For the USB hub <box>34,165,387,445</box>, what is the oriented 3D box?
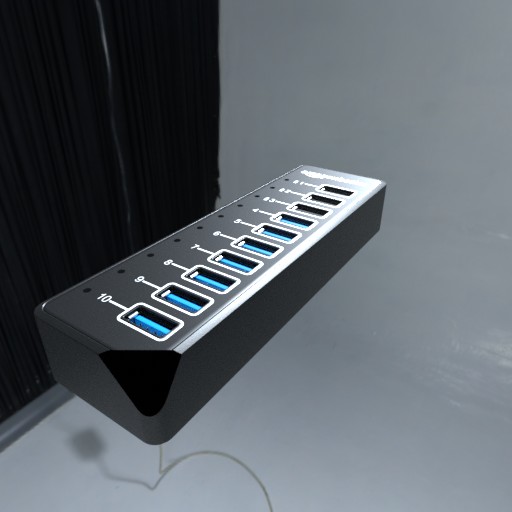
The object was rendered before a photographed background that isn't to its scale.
[{"bbox_3d":[0.000,0.000,0.160,0.044,0.023,0.145,19,35,29],"label":"USB hub"}]
